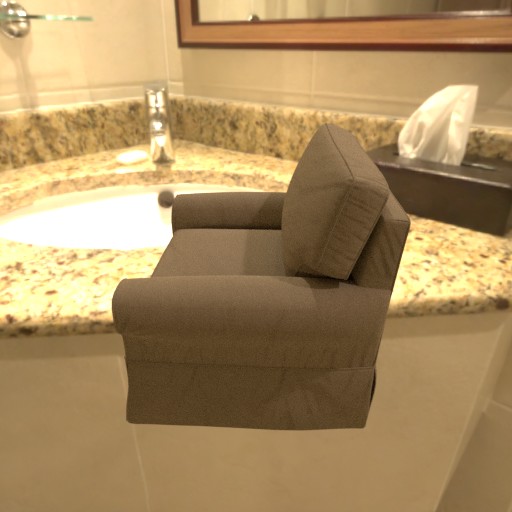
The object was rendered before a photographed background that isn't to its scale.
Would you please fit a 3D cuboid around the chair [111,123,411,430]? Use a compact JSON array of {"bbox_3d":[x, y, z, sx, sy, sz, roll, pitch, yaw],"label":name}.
[{"bbox_3d":[0.000,0.000,1.926,0.988,1.017,1.135,1,26,3],"label":"chair"}]
